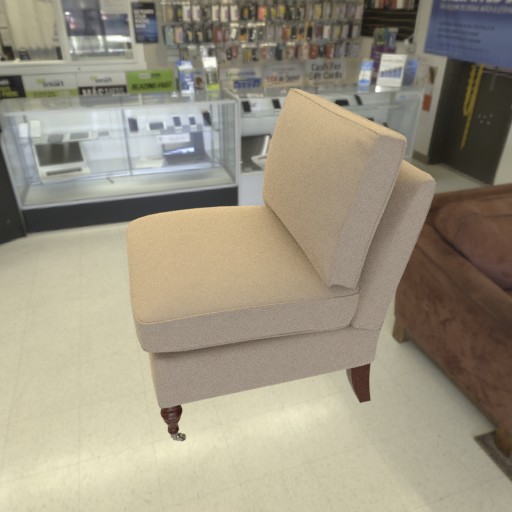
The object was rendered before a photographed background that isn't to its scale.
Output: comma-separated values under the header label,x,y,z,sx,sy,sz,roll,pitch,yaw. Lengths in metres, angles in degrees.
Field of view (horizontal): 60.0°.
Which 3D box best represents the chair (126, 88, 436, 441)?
label,x,y,z,sx,sy,sz,roll,pitch,yaw
chair,0.000,0.000,1.643,0.912,1.052,0.724,-8,32,-14
